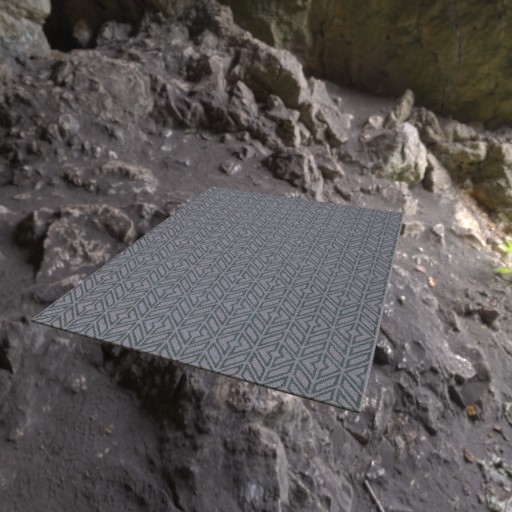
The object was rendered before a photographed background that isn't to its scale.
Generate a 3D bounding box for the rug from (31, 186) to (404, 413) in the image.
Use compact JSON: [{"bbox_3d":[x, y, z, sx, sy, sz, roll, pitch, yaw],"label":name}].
[{"bbox_3d":[0.000,0.000,4.161,2.441,0.017,3.050,10,31,18],"label":"rug"}]
